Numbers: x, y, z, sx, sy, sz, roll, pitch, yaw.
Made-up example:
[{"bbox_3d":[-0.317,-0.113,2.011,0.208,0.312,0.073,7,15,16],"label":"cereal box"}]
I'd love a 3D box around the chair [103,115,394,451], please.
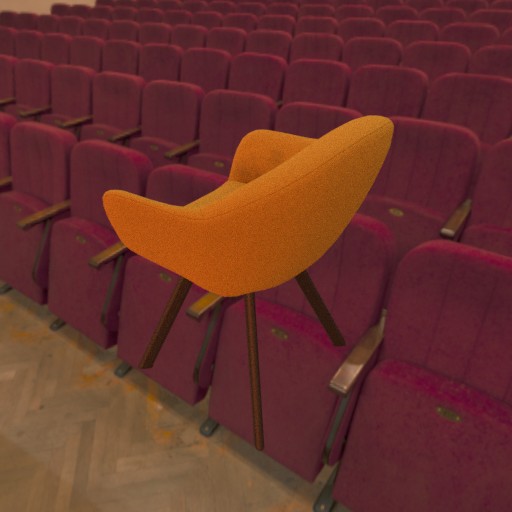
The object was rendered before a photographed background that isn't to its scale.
[{"bbox_3d":[0.000,0.000,1.152,0.565,0.775,0.545,22,39,30],"label":"chair"}]
